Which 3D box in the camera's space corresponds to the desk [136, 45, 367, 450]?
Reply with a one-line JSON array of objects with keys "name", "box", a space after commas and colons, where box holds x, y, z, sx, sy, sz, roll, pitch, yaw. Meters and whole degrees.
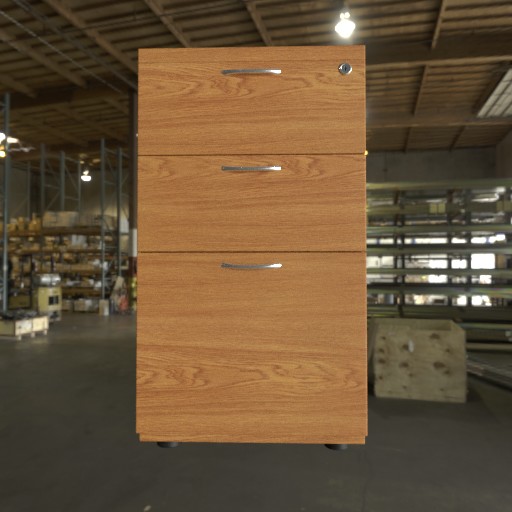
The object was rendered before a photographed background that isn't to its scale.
[{"name": "desk", "box": [0.000, 0.000, 1.067, 0.404, 0.730, 0.600, 0, -1, 2]}]
